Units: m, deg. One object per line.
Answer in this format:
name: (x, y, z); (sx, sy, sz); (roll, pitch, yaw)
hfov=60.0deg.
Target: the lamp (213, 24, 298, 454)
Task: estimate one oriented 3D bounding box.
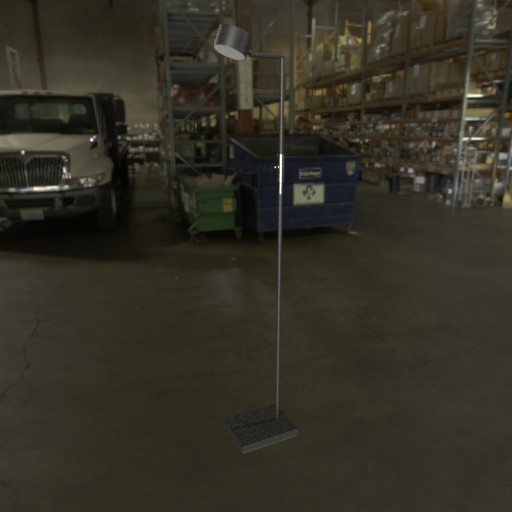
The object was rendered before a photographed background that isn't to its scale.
lamp: (0.000, 0.000, 1.717); (0.304, 1.600, 0.203); (-8, 17, -25)
